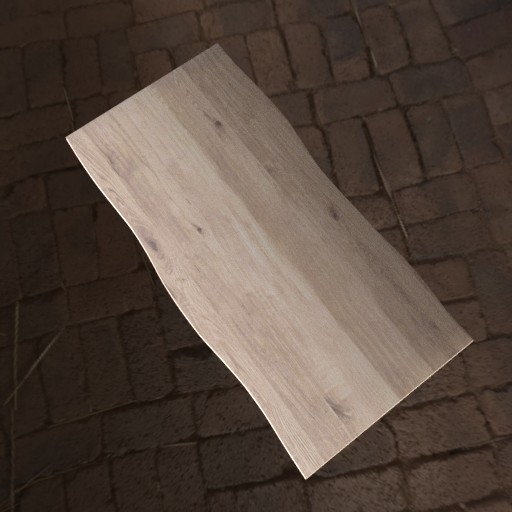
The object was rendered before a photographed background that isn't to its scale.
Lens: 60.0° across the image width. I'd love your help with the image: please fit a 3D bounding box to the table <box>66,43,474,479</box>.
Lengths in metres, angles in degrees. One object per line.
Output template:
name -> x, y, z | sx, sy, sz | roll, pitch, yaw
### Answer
table -> 0.000, 0.000, 2.296 | 0.900, 0.780, 1.800 | -36, 78, -8
